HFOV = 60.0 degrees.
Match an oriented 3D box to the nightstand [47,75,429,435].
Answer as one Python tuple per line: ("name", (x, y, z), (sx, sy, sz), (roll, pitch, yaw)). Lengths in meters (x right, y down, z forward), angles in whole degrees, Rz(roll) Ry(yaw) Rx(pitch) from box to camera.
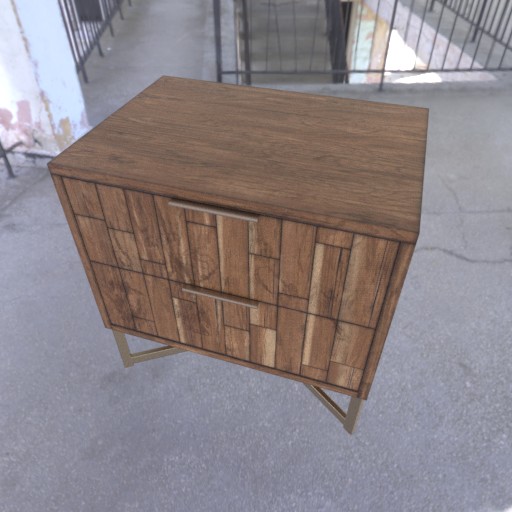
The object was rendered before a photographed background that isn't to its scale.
("nightstand", (0.000, 0.000, 1.032), (0.610, 0.610, 0.446), (12, 43, 13))
